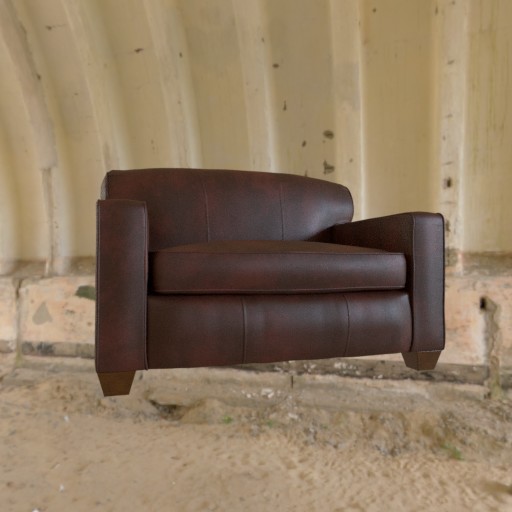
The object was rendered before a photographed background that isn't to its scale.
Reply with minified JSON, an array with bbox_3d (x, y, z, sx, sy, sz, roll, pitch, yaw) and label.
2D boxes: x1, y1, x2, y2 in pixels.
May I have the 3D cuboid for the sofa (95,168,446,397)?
[{"bbox_3d":[0.000,0.000,2.074,1.413,0.956,1.000,0,-1,-17],"label":"sofa"}]
